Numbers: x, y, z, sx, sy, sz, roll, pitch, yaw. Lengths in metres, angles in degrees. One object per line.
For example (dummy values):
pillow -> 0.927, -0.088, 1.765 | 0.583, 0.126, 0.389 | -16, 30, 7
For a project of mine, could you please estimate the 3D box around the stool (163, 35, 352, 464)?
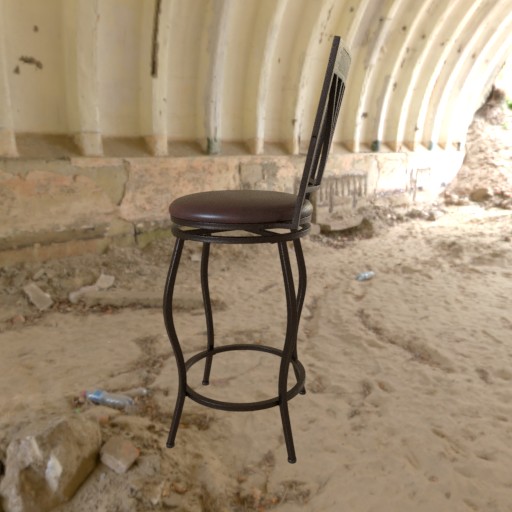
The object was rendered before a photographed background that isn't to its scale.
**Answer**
stool -> 0.000, 0.000, 1.347 | 0.514, 1.117, 0.433 | 3, 14, 10
